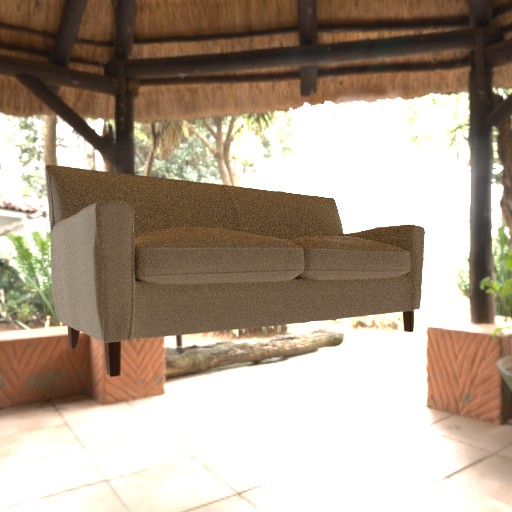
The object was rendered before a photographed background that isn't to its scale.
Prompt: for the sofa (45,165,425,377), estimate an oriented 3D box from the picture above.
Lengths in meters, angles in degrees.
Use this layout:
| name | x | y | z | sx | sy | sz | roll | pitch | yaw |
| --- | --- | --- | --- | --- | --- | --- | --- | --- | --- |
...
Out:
| name | x | y | z | sx | sy | sz | roll | pitch | yaw |
| --- | --- | --- | --- | --- | --- | --- | --- | --- | --- |
| sofa | 0.000 | 0.000 | 2.440 | 2.001 | 0.907 | 0.841 | 1 | -1 | -35 |
